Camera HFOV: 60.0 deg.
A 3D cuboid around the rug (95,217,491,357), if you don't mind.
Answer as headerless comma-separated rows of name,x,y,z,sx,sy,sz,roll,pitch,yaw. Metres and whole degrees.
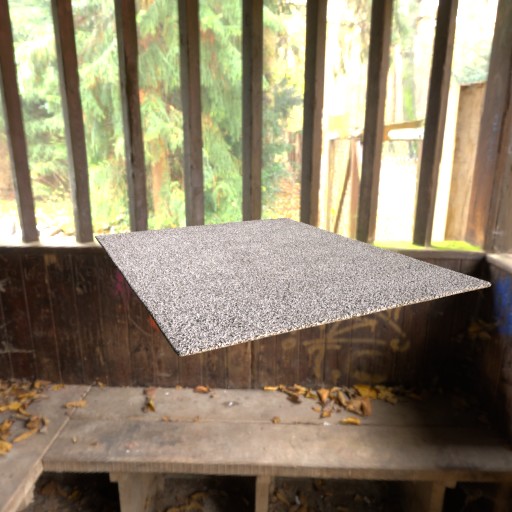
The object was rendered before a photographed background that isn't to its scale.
rug,0.000,0.000,4.097,2.438,0.029,3.047,-8,17,-26
